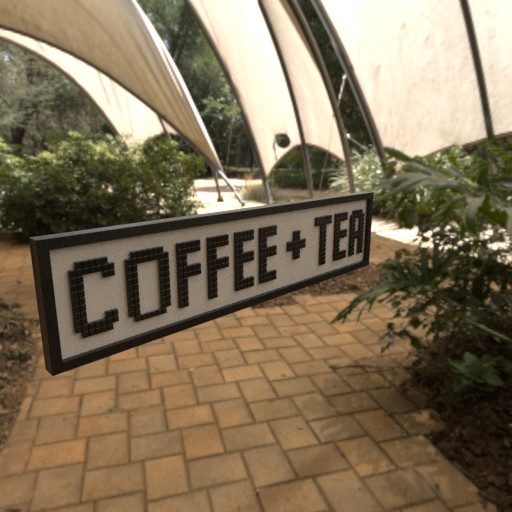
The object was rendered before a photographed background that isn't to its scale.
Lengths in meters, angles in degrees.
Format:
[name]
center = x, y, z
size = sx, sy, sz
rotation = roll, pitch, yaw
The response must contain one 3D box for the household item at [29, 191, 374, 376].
[household item]
center = 0.000, 0.000, 1.074
size = 1.001, 0.236, 0.030
rotation = -14, 20, -43
